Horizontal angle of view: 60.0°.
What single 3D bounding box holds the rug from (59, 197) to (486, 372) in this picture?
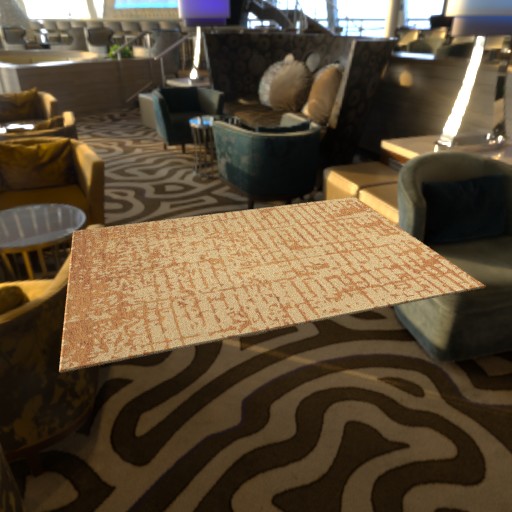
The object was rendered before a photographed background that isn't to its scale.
[{"bbox_3d":[0.000,0.000,2.299,1.829,0.011,1.219,-9,29,-16],"label":"rug"}]
